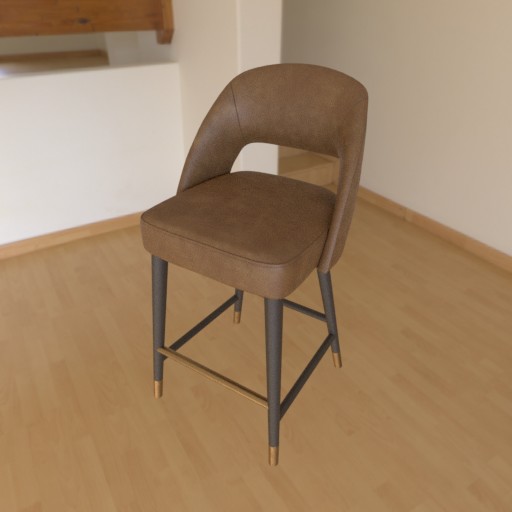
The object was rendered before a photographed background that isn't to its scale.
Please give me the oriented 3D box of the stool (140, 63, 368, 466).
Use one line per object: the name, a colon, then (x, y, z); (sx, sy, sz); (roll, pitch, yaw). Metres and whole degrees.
stool: (0.000, 0.000, 1.241); (0.494, 0.940, 0.509); (19, 36, 28)
